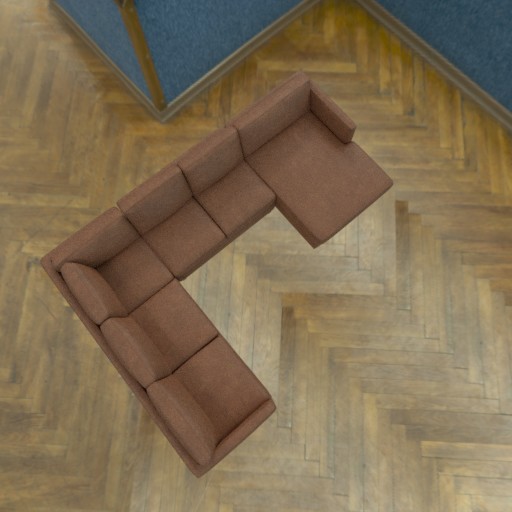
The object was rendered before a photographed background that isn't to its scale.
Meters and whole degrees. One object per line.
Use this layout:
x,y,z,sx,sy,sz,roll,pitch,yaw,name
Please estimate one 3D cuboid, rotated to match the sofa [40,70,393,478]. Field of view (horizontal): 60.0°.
0.000,0.000,4.623,3.460,0.923,2.593,-39,78,-10,sofa
